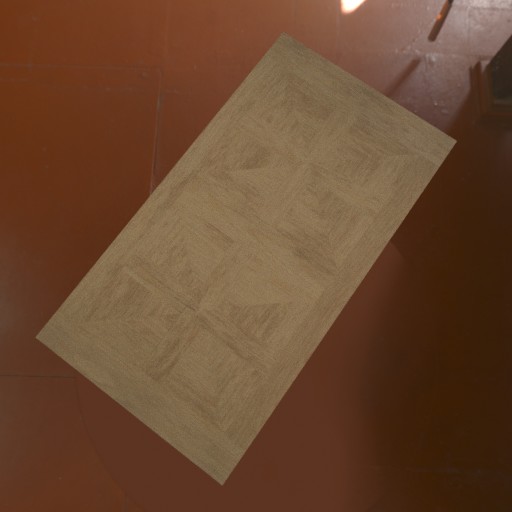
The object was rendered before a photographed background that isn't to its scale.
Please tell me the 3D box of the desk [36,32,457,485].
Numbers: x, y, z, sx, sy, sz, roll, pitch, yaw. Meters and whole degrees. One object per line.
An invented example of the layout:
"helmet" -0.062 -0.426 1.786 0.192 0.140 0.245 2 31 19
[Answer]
"desk" 0.000 0.000 1.991 0.813 0.762 1.499 35 80 7
